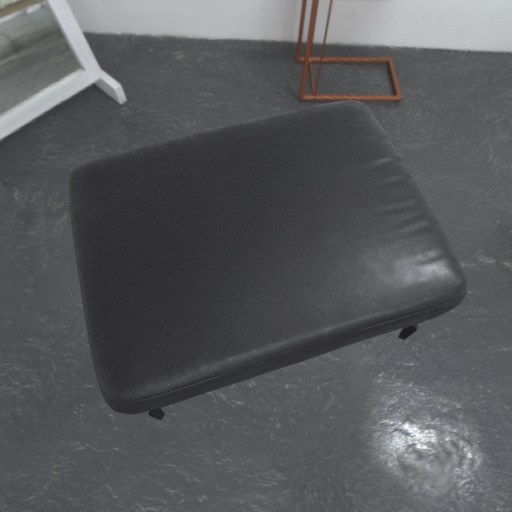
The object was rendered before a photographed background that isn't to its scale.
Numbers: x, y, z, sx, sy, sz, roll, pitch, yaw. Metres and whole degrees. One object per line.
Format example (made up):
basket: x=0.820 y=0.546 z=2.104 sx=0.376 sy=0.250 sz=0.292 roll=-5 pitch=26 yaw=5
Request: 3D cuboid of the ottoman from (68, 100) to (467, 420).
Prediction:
ottoman: x=0.000 y=0.000 z=1.071 sx=0.764 sy=0.402 sz=0.570 roll=-16 pitch=65 yaw=-8
